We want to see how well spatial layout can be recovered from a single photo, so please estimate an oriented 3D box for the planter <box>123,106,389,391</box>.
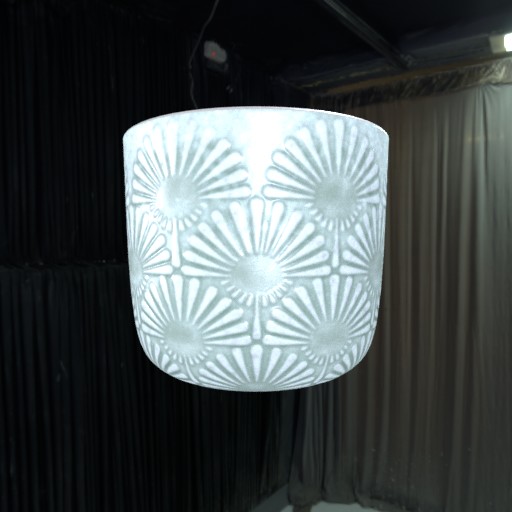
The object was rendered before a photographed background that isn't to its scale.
[{"bbox_3d":[0.000,0.000,0.217,0.124,0.109,0.124,0,2,0],"label":"planter"}]
